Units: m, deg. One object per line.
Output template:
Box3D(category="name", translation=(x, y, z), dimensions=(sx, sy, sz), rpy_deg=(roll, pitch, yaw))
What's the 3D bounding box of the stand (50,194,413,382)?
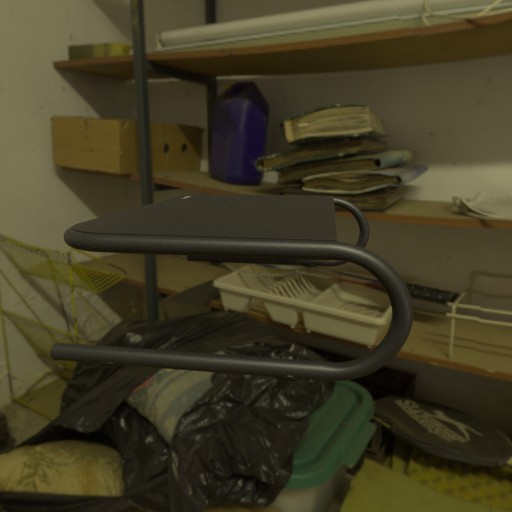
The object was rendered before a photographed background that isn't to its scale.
Box3D(category="stand", translation=(0.000, 0.000, 0.502), dimensions=(0.280, 0.108, 0.370), rpy_deg=(2, 13, 9))
